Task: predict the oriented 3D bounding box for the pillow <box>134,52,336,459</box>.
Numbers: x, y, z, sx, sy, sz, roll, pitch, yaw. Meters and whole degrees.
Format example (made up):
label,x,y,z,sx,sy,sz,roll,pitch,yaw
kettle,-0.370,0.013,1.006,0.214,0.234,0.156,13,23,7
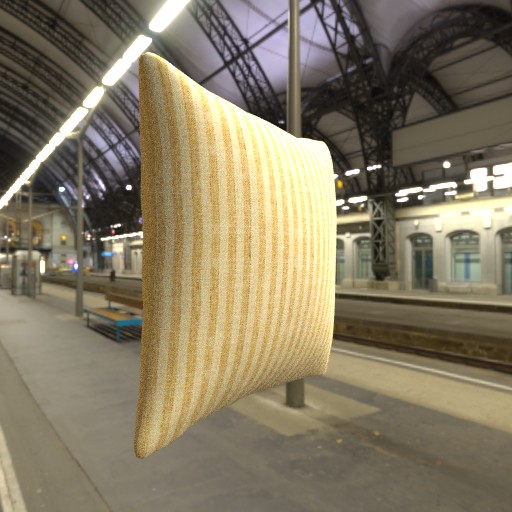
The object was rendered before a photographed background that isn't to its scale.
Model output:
label,x,y,z,sx,sy,sz,roll,pitch,yaw
pillow,0.000,0.000,0.608,0.173,0.407,0.419,-1,-1,34
